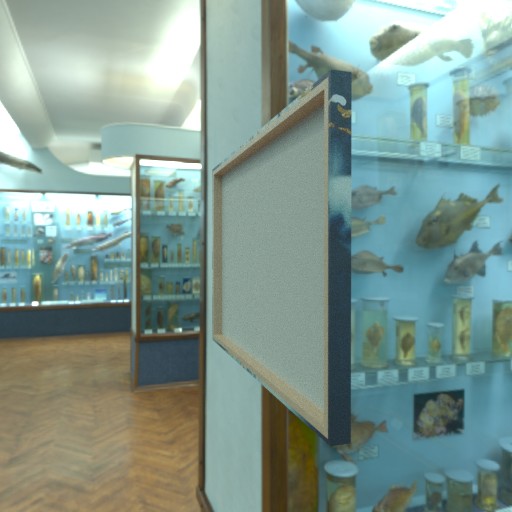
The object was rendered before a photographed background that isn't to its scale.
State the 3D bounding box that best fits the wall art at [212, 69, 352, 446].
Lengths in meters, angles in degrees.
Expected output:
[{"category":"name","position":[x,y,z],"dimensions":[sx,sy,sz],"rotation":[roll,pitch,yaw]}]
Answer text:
[{"category":"wall art","position":[0.000,0.000,1.155],"dimensions":[0.038,0.608,0.912],"rotation":[0,1,-18]}]
